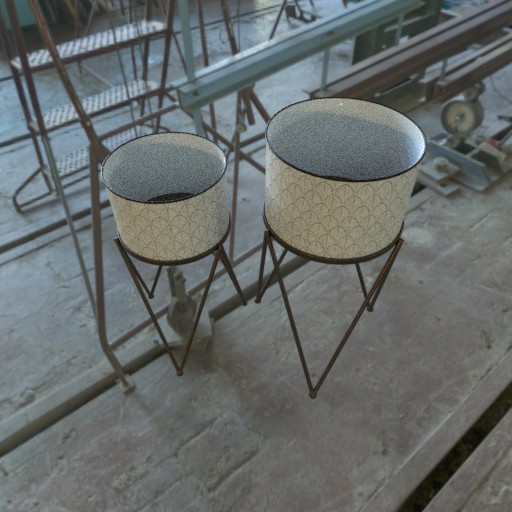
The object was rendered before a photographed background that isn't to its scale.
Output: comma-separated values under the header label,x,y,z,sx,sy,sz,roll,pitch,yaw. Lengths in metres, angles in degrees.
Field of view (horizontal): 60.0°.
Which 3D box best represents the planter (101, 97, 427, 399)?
label,x,y,z,sx,sy,sz,roll,pitch,yaw
planter,0.000,0.000,1.169,0.769,0.712,0.413,4,46,4
